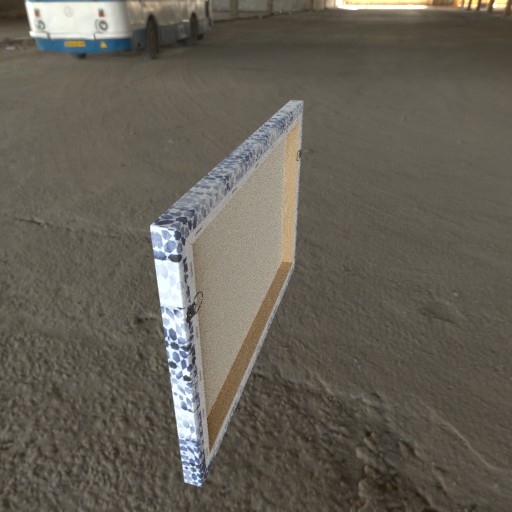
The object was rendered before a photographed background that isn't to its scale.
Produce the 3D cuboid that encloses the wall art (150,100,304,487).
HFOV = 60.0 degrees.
[{"bbox_3d":[0.000,0.000,0.770,0.030,0.406,0.608,9,32,14],"label":"wall art"}]
